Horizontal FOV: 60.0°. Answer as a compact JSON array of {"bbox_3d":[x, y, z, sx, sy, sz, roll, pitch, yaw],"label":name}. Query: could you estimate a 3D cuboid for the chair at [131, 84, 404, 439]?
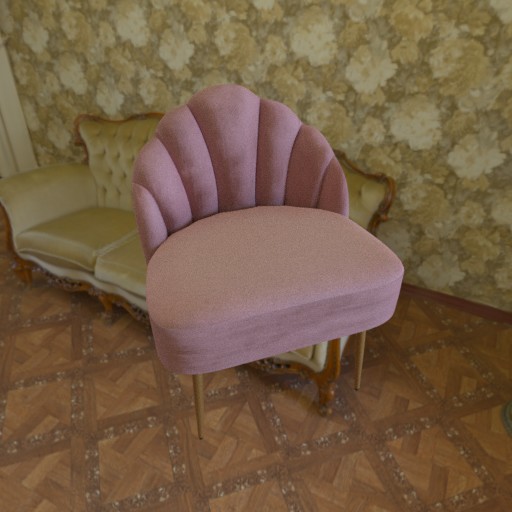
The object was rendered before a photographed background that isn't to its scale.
[{"bbox_3d":[0.000,0.000,1.270,0.657,0.819,0.599,-11,35,-16],"label":"chair"}]
